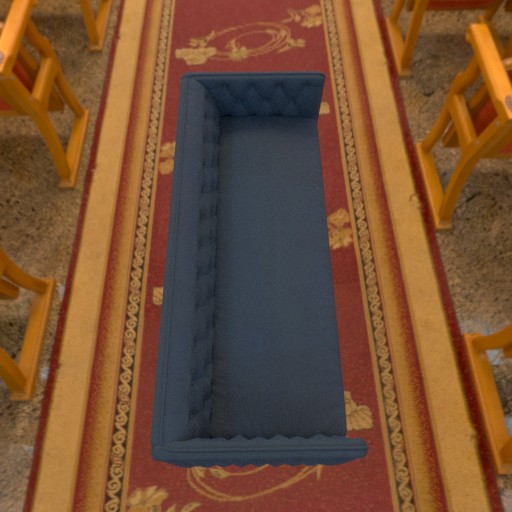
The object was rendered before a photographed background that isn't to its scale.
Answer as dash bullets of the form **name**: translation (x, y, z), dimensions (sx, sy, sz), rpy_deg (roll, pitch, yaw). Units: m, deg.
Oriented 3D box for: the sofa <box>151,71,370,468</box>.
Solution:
- **sofa**: translation (0.000, 0.000, 2.569), dimensions (0.895, 0.771, 2.209), rpy_deg (-1, 64, 0)
